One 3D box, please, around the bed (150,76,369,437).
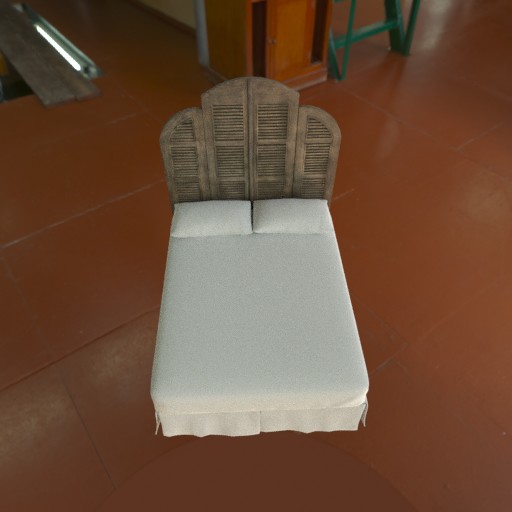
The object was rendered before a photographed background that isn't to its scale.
[{"bbox_3d":[0.000,0.000,3.588,1.713,2.019,2.138,-2,47,-2],"label":"bed"}]
